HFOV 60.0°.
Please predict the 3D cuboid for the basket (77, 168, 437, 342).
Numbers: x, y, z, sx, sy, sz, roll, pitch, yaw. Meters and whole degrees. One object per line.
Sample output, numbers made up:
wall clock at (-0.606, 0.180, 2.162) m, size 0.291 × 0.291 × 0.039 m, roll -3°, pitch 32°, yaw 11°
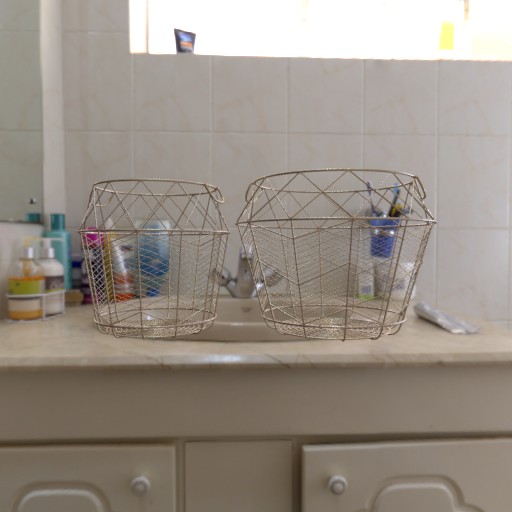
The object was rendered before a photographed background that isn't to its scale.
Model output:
basket at (0.000, 0.000, 1.031) m, size 0.805 × 0.343 × 0.451 m, roll 0°, pitch 1°, yaw 0°
